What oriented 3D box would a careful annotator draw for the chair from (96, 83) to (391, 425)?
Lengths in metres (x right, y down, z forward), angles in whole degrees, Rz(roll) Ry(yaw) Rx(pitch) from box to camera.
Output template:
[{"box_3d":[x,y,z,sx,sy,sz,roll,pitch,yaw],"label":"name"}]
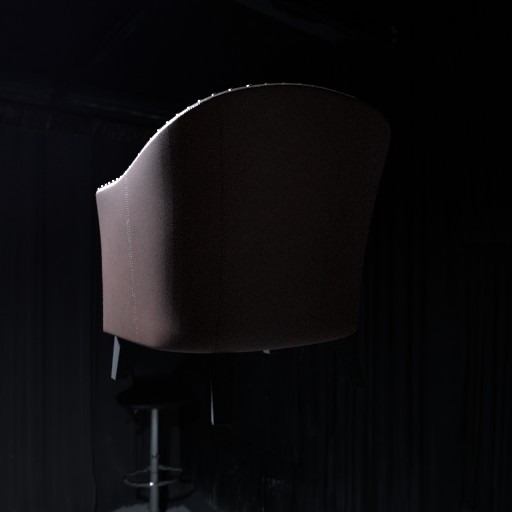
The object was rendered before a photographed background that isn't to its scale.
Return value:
[{"box_3d":[0.000,0.000,1.400,0.794,0.823,0.748,0,0,-37],"label":"chair"}]
